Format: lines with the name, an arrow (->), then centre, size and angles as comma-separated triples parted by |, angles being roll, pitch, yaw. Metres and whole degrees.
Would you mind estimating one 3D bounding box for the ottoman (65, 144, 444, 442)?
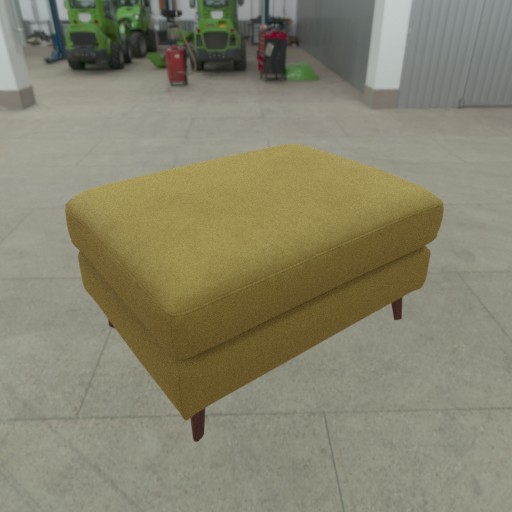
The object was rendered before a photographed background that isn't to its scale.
ottoman -> 0.000, 0.000, 1.193 | 0.811, 0.449, 0.608 | -21, 36, -32
